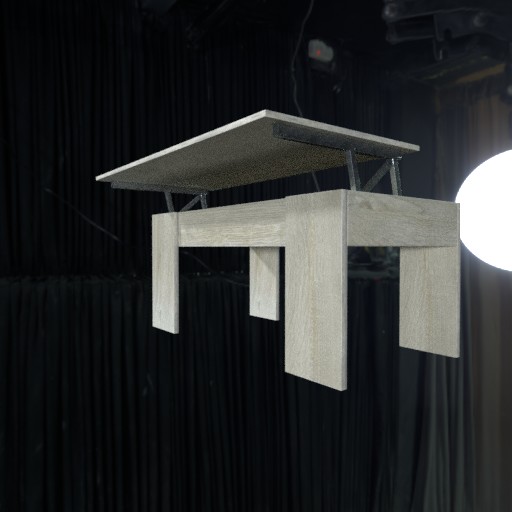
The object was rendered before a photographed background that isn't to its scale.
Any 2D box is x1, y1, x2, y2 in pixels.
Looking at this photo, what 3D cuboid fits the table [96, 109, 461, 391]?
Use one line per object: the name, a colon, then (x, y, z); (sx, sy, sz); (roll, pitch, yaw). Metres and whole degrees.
table: (0.000, 0.000, 1.440); (0.711, 0.570, 1.000); (-1, 1, -37)
